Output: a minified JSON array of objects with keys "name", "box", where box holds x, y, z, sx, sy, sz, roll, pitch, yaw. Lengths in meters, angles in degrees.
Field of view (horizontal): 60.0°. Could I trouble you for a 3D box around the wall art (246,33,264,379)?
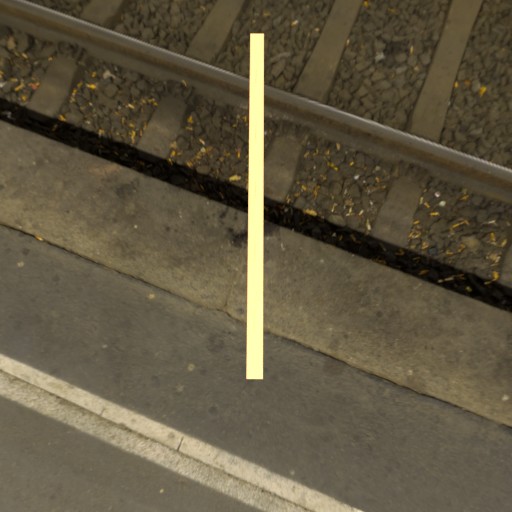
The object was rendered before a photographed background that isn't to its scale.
[{"name":"wall art","box":[0.000,0.000,1.307,0.027,1.020,0.669,0,76,0]}]
